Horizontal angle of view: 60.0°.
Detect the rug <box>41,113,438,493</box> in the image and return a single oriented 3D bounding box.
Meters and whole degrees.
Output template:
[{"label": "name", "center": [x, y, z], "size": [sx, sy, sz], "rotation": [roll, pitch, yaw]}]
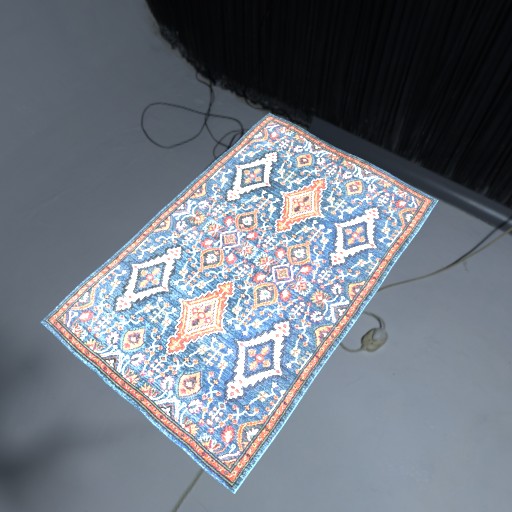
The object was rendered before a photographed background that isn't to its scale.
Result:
[{"label": "rug", "center": [0.000, 0.000, 2.296], "size": [1.195, 0.014, 1.847], "rotation": [33, 64, 19]}]
